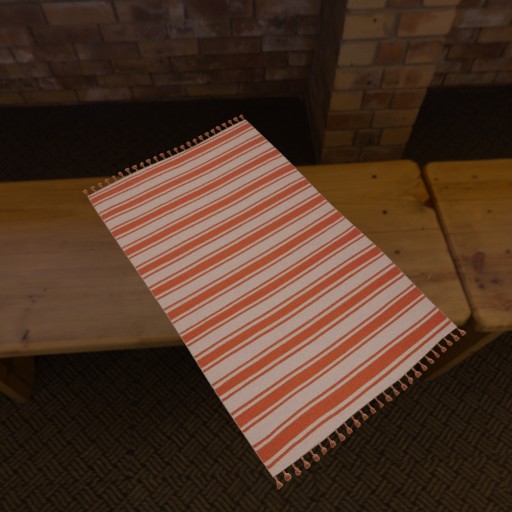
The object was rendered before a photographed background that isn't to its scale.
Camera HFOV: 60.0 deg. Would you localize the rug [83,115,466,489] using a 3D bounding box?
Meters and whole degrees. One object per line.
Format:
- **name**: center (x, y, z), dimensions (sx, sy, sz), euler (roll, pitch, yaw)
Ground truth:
- **rug**: center (0.000, 0.000, 2.562), dimensions (1.232, 0.017, 2.092), euler (-31, 63, -18)
